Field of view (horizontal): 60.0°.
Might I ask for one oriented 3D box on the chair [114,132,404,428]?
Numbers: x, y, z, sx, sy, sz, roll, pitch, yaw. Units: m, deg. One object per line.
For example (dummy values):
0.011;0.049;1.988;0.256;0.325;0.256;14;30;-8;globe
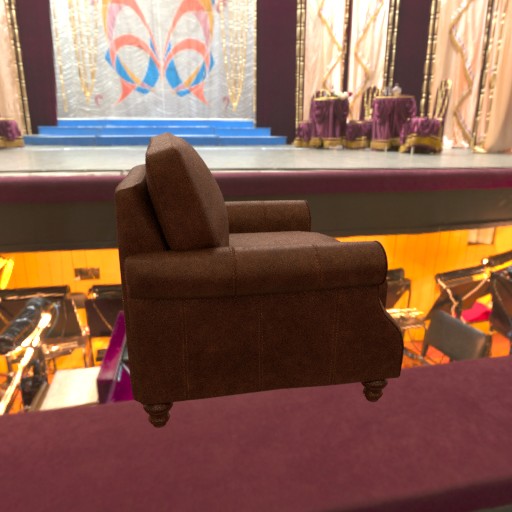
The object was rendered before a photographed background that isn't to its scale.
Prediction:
0.000;0.000;1.830;1.002;0.976;0.996;-3;17;-10;chair
